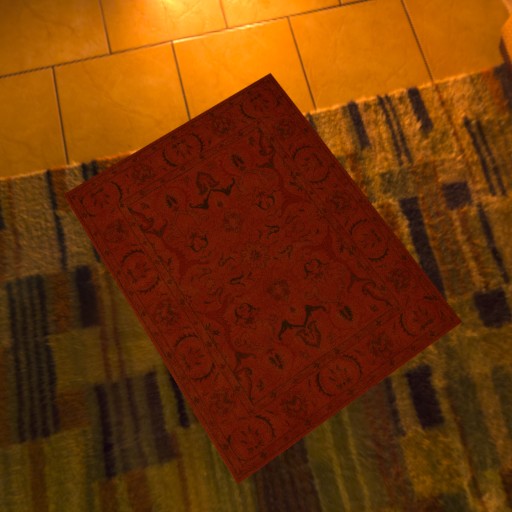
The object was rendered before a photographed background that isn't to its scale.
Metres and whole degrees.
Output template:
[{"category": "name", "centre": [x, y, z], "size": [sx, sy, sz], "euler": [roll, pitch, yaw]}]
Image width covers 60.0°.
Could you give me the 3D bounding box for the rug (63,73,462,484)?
[{"category": "rug", "centre": [0.000, 0.000, 3.931], "size": [2.300, 0.012, 2.929], "euler": [-33, 79, -7]}]
